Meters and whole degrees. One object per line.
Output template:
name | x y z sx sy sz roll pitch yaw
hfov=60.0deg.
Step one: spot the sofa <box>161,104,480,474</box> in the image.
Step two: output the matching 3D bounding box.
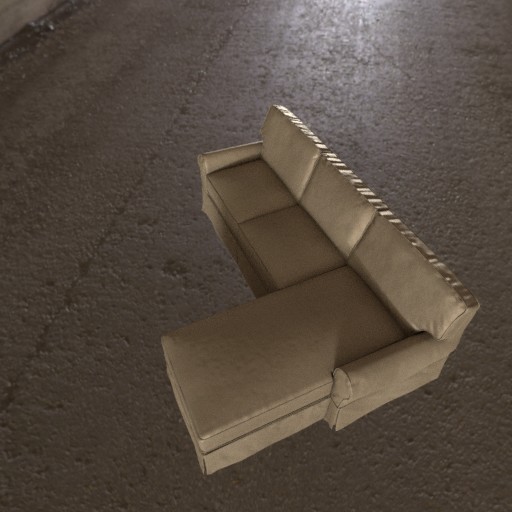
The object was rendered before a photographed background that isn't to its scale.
sofa | 0.000 0.000 3.254 1.733 0.978 2.475 -19 50 -17
